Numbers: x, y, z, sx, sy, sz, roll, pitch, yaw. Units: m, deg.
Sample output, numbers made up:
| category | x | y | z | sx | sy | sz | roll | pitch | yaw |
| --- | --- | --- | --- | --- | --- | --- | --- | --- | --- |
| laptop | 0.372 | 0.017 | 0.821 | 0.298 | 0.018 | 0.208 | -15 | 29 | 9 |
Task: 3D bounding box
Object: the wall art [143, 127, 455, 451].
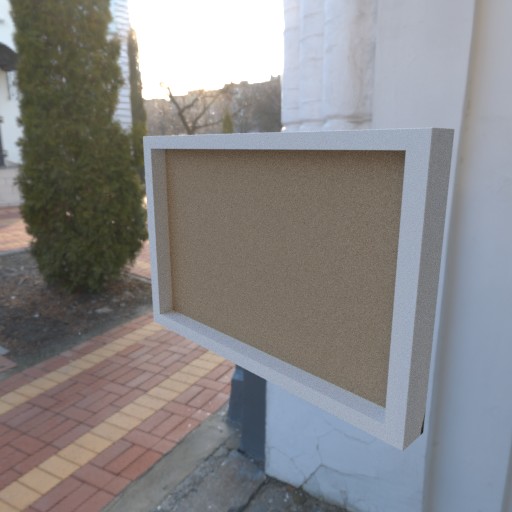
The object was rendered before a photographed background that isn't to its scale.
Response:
| category | x | y | z | sx | sy | sz | roll | pitch | yaw |
| --- | --- | --- | --- | --- | --- | --- | --- | --- | --- |
| wall art | 0.000 | 0.000 | 0.478 | 0.039 | 0.254 | 0.384 | -13 | 19 | -42 |
